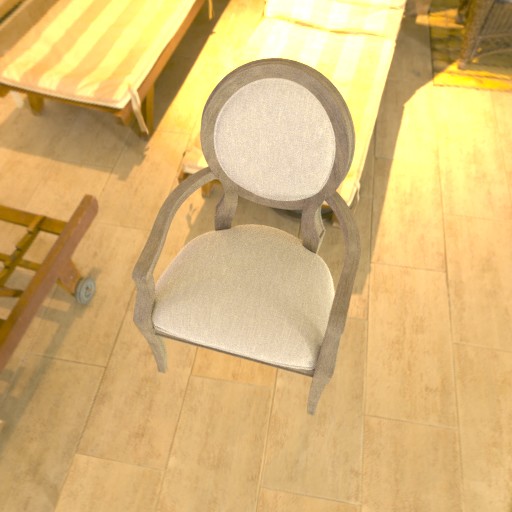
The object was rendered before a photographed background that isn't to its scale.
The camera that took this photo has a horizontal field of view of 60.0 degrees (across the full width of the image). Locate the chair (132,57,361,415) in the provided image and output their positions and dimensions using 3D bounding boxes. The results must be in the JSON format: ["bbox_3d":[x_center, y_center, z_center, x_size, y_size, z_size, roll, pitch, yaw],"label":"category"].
[{"bbox_3d":[0.000,0.000,1.389,0.611,0.991,0.602,13,58,8],"label":"chair"}]
